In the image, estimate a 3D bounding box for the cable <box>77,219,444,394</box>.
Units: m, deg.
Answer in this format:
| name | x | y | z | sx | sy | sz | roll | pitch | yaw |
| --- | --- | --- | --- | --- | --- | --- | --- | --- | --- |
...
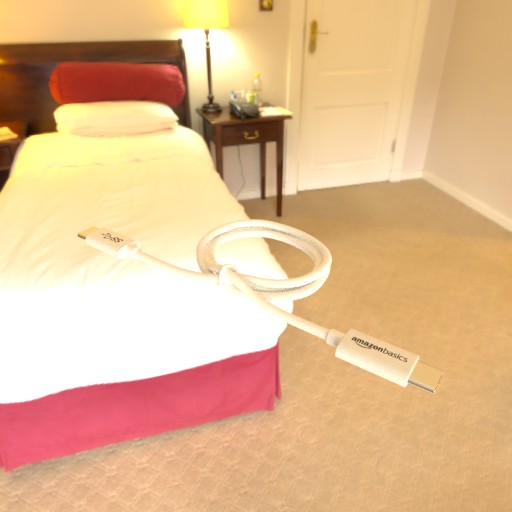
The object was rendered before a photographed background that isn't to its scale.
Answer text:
| name | x | y | z | sx | sy | sz | roll | pitch | yaw |
| --- | --- | --- | --- | --- | --- | --- | --- | --- | --- |
| cable | 0.000 | 0.000 | 0.210 | 0.186 | 0.014 | 0.070 | 20 | 36 | 30 |
